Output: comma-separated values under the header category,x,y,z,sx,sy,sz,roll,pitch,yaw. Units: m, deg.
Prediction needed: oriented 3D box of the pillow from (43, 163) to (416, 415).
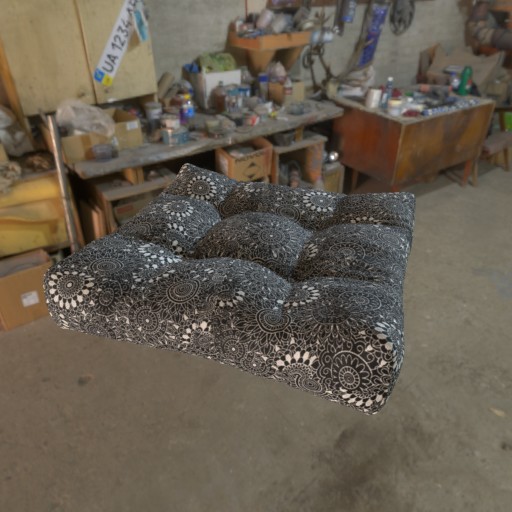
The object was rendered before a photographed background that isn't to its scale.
category,x,y,z,sx,sy,sz,roll,pitch,yaw
pillow,0.000,0.000,0.737,0.490,0.128,0.468,10,33,16
